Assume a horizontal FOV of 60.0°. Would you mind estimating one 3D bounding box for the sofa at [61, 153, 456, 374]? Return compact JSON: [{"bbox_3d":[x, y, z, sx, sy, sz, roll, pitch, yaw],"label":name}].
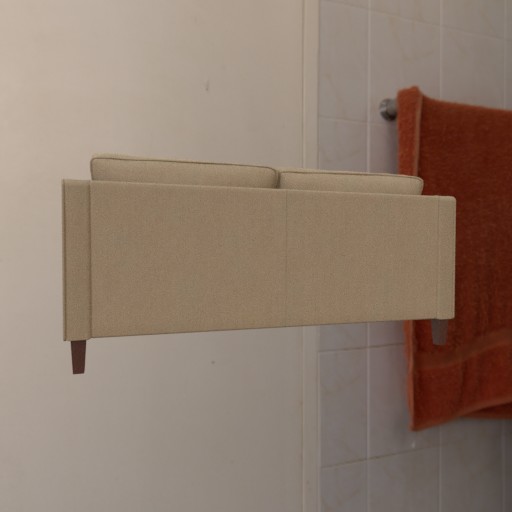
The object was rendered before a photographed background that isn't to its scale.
[{"bbox_3d":[0.000,0.000,2.825,2.178,1.071,1.066,0,1,-18],"label":"sofa"}]
